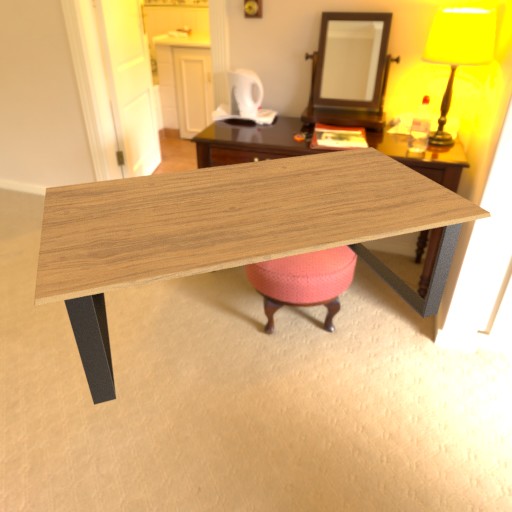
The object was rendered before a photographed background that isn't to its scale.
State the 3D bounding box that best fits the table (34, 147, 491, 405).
[{"bbox_3d":[0.000,0.000,1.597,1.331,0.445,0.693,-11,33,-17],"label":"table"}]
